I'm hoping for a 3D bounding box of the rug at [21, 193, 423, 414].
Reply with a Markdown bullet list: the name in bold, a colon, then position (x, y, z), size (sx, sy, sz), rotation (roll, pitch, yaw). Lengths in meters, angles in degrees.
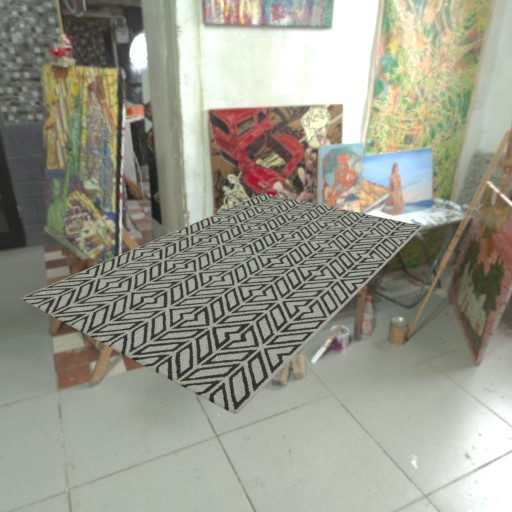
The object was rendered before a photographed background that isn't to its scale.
- **rug**: position (0.000, 0.000, 2.990), size (1.523, 0.008, 2.438), rotation (17, 30, 31)
